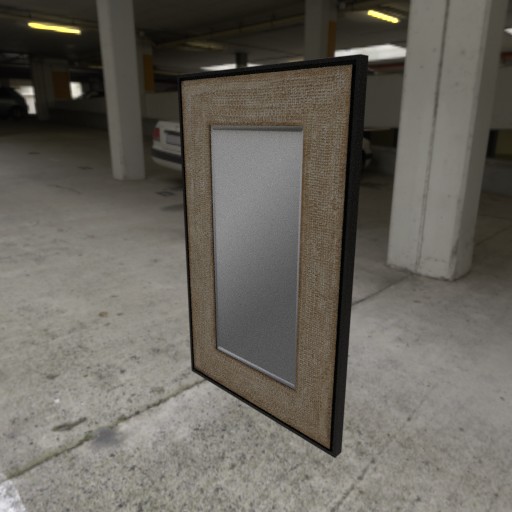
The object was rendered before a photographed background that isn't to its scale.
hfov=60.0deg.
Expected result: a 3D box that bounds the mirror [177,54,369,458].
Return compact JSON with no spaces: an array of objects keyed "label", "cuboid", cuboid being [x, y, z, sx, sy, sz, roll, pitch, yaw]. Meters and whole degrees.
[{"label":"mirror","cuboid":[0.000,0.000,1.545,0.762,1.219,0.038,16,23,42]}]
